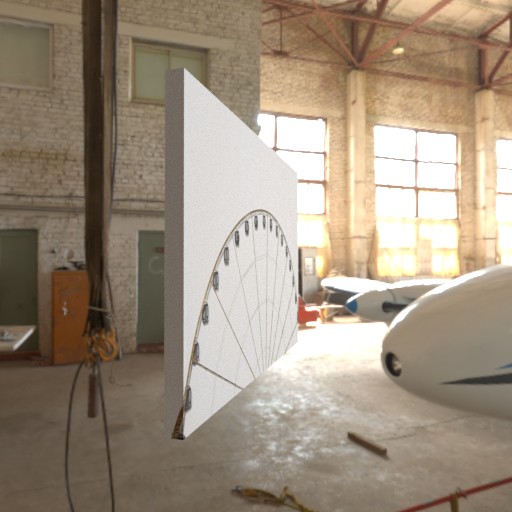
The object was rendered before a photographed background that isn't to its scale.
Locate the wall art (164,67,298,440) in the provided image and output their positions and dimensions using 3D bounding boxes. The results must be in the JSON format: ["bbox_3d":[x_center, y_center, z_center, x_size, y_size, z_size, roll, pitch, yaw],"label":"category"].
[{"bbox_3d":[0.000,0.000,1.147,0.038,0.601,0.898,0,-1,17],"label":"wall art"}]
